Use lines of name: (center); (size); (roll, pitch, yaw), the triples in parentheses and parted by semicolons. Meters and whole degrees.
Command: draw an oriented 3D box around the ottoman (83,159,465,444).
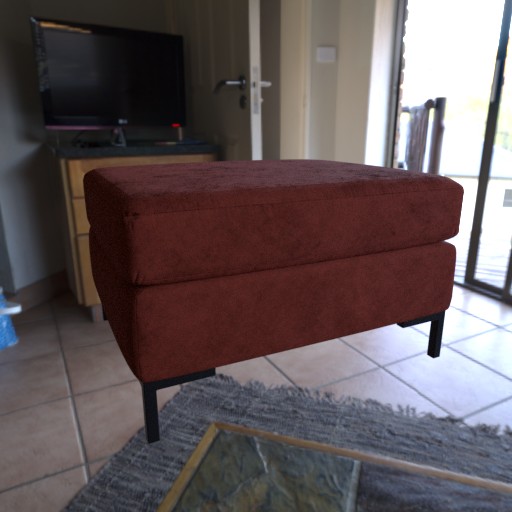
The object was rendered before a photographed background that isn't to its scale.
ottoman: (0.000, 0.000, 1.162); (0.782, 0.462, 0.650); (-8, 18, -25)
